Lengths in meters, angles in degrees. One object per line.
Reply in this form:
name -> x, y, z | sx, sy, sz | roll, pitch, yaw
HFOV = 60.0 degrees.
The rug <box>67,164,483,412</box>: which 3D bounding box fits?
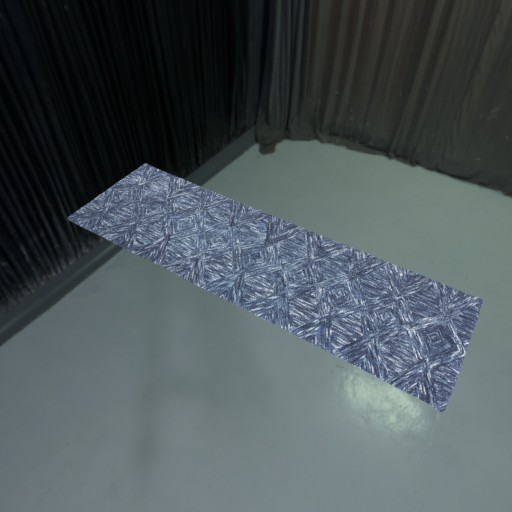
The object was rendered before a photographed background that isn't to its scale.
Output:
rug -> 0.000, 0.000, 2.482 | 2.306, 0.013, 0.719 | 24, 50, 22
